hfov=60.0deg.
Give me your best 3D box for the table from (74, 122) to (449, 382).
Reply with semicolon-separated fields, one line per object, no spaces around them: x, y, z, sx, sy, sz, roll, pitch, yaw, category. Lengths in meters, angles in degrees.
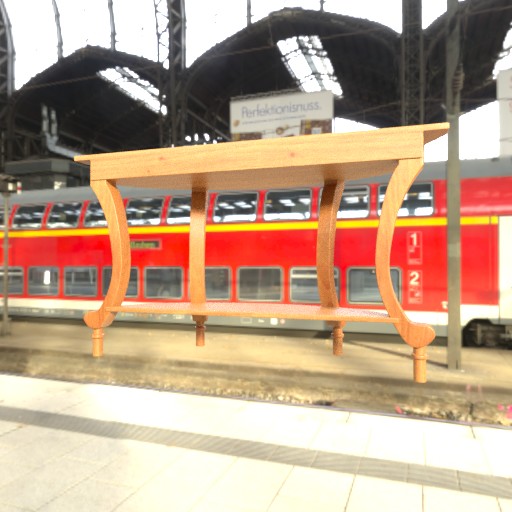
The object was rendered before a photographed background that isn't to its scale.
0.000;0.000;1.533;1.198;0.692;0.394;0;-1;18;table
